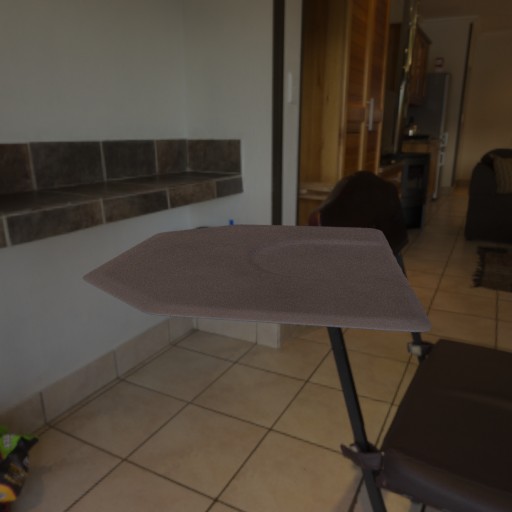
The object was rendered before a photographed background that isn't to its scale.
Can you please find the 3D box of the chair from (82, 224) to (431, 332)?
[{"bbox_3d":[0.000,0.000,1.954,1.219,0.024,1.372,2,16,9],"label":"chair"}]
